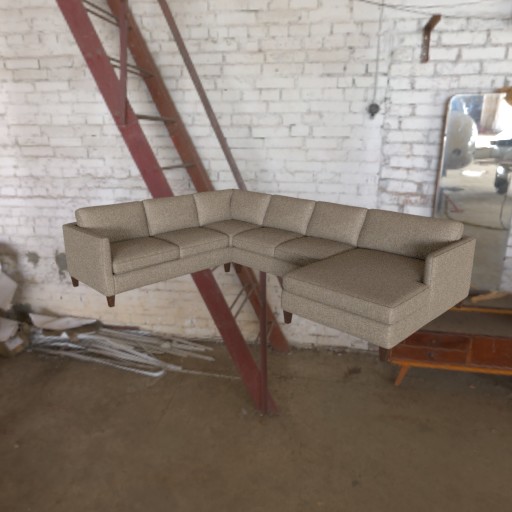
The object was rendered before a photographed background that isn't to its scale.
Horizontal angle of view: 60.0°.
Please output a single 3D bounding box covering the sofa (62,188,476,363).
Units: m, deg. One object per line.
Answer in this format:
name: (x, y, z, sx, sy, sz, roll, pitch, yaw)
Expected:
sofa: (0.000, 0.000, 4.508, 3.403, 0.889, 2.551, 16, 23, 43)
